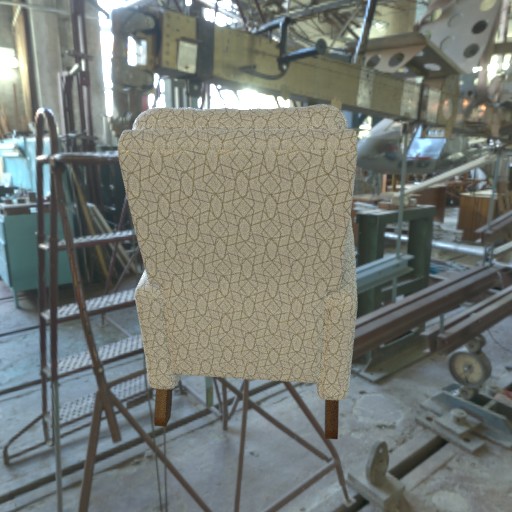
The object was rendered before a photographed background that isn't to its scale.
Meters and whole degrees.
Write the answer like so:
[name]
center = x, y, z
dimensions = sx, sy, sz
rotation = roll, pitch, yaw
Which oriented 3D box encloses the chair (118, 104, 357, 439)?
[chair]
center = 0.000, 0.000, 1.724
dimensions = 0.796, 1.064, 0.995
rotation = 2, 14, 6
